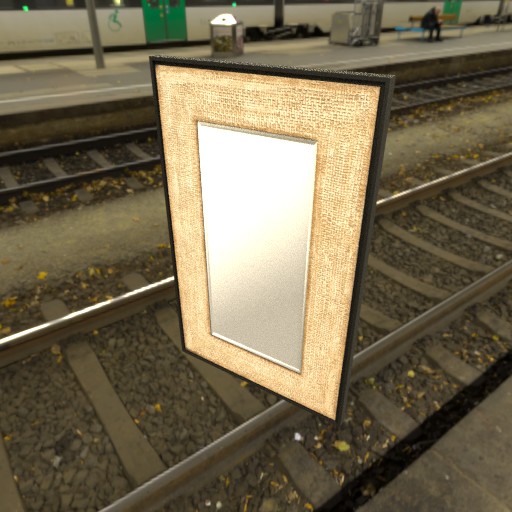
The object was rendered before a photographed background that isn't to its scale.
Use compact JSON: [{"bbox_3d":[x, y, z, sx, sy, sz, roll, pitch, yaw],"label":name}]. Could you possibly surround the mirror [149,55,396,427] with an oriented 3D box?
[{"bbox_3d":[0.000,0.000,1.525,0.762,1.219,0.038,18,35,27],"label":"mirror"}]
